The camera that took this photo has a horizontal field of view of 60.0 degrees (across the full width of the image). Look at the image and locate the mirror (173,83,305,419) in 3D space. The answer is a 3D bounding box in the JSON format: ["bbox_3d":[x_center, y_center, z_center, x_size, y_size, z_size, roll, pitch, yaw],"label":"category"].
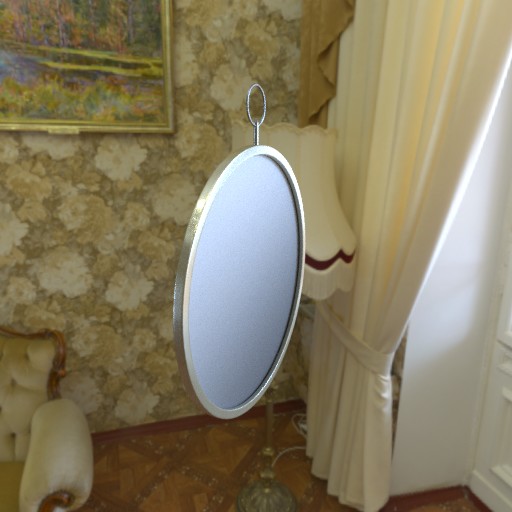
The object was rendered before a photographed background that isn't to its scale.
[{"bbox_3d":[0.000,0.000,0.977,0.020,0.713,0.594,7,17,25],"label":"mirror"}]
